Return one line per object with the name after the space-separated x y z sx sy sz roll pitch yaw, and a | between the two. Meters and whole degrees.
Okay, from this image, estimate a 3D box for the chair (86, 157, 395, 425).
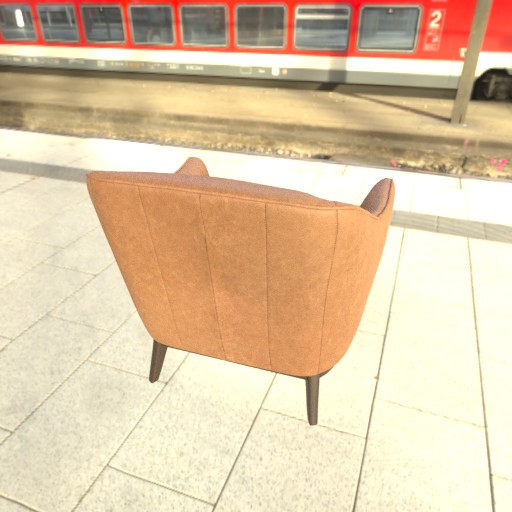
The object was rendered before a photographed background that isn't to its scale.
0.000 0.000 1.574 0.871 0.830 0.852 9 32 16 | chair
